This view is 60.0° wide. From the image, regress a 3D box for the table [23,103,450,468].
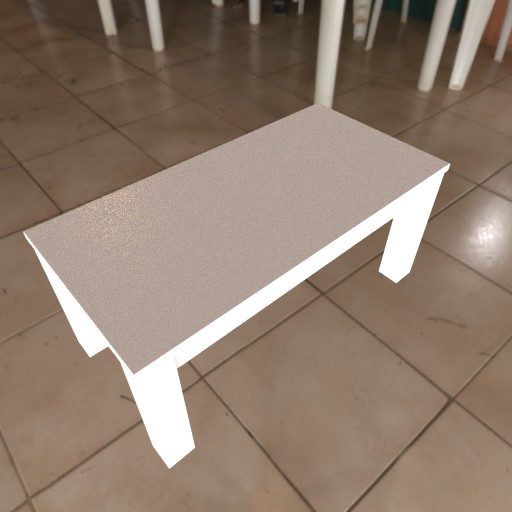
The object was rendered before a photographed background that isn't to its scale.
[{"bbox_3d":[0.000,0.000,2.309,1.800,0.790,0.900,-32,52,-28],"label":"table"}]
